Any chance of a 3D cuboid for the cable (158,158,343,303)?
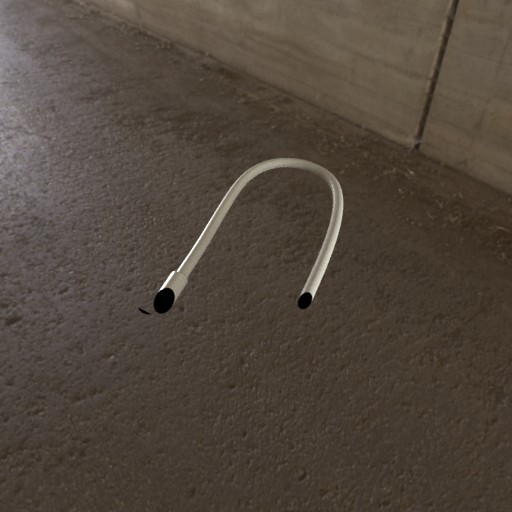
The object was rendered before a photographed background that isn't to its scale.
[{"bbox_3d":[0.000,0.000,0.111,0.041,0.005,0.098,13,43,14],"label":"cable"}]
